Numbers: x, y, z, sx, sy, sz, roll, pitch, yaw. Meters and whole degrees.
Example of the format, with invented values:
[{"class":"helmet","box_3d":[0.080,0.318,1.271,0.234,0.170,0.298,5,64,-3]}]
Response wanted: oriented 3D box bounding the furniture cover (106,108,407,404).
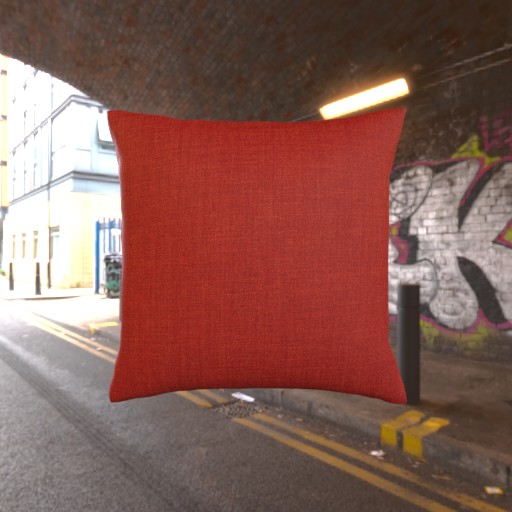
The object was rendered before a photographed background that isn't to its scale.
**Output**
[{"class":"furniture cover","box_3d":[0.000,0.000,0.763,0.517,0.508,0.158,0,0,0]}]
